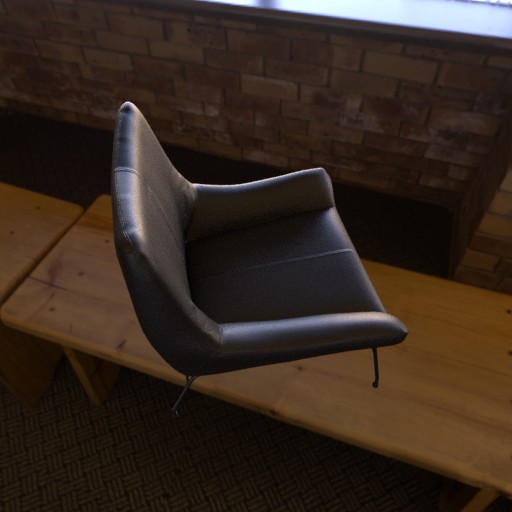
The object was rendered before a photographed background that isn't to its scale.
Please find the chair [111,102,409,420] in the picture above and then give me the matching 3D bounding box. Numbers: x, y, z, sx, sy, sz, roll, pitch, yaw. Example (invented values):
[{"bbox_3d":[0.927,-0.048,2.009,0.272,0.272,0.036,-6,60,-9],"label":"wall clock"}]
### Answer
[{"bbox_3d":[0.000,0.000,1.567,0.826,0.922,0.836,-9,49,-8],"label":"chair"}]
